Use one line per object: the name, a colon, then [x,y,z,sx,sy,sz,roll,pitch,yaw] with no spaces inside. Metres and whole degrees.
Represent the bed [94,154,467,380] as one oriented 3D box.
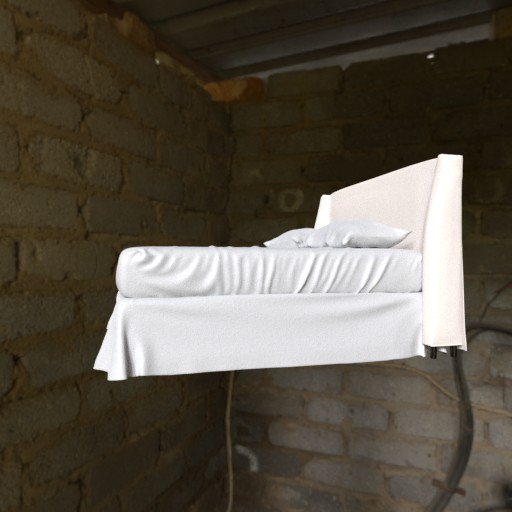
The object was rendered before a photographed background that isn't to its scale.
bed: [0.000,0.000,3.453,2.276,1.332,1.925,0,-1,-16]
